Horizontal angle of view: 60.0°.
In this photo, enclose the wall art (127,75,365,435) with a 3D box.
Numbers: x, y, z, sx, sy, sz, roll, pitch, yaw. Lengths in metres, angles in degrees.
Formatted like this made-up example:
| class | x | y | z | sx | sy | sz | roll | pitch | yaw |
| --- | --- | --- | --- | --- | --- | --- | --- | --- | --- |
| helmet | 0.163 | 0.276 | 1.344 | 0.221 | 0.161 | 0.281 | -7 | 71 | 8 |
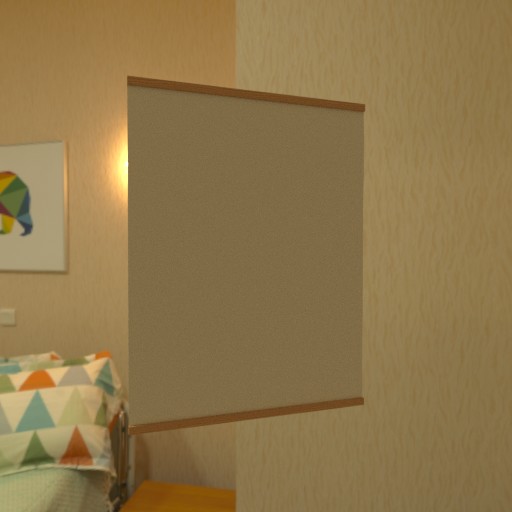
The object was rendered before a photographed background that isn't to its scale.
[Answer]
| class | x | y | z | sx | sy | sz | roll | pitch | yaw |
| --- | --- | --- | --- | --- | --- | --- | --- | --- | --- |
| wall art | 0.000 | 0.000 | 0.825 | 0.458 | 0.605 | 0.011 | 0 | 1 | -19 |
